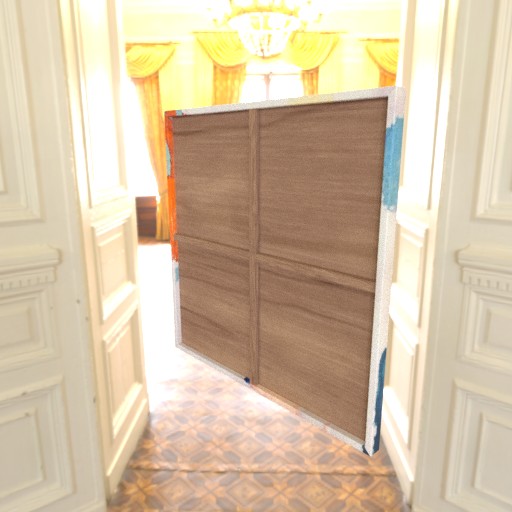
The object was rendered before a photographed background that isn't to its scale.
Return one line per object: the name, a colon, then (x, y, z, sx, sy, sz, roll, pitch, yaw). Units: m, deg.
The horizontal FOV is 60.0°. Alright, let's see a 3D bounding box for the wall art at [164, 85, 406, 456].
wall art: (0.000, 0.000, 1.233, 0.037, 0.814, 0.814, -13, 18, -42)
